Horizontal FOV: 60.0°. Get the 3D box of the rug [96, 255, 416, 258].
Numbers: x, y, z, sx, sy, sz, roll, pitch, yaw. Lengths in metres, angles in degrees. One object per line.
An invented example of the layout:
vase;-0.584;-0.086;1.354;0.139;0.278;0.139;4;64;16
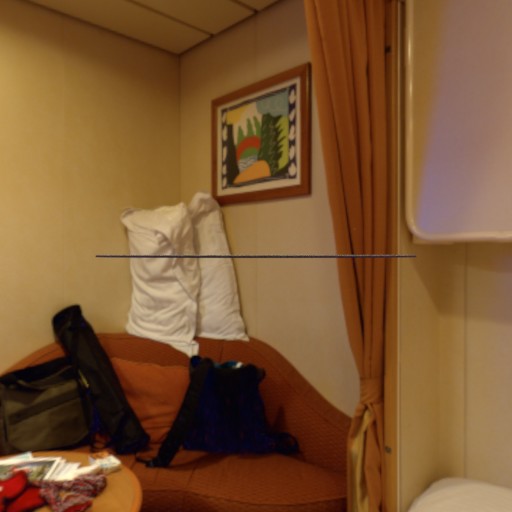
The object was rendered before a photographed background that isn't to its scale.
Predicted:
rug;0.000;0.000;3.503;2.386;0.014;2.386;0;0;0
